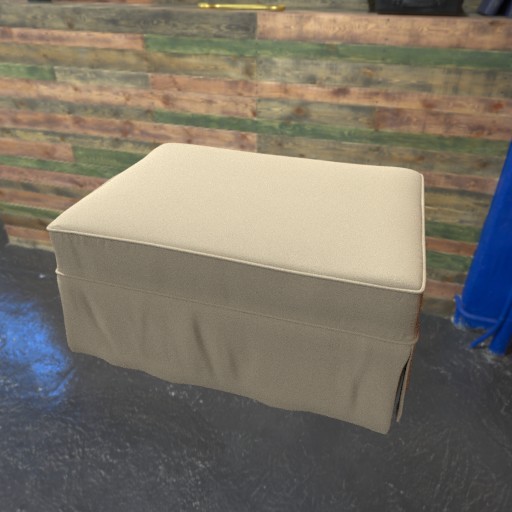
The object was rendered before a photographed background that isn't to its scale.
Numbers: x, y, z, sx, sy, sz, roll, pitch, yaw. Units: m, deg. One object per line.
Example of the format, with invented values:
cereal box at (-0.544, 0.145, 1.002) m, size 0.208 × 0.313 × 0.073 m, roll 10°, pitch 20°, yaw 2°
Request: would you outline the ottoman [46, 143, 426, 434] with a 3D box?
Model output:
ottoman at (0.000, 0.000, 1.326) m, size 0.959 × 0.482 × 0.721 m, roll 10°, pitch 34°, yaw 14°
